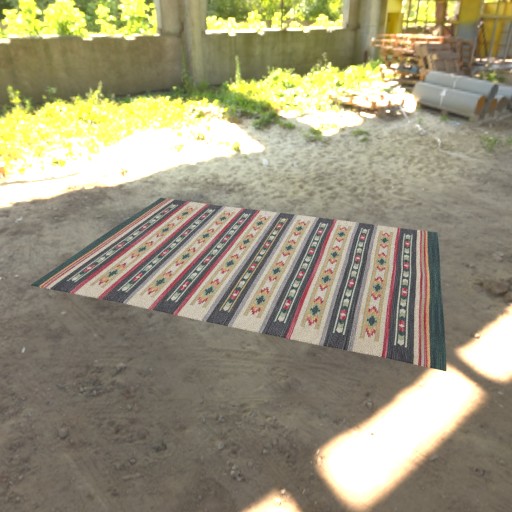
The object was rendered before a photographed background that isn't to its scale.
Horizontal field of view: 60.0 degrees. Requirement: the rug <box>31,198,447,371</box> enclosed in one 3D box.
[{"bbox_3d":[0.000,0.000,2.323,1.825,0.009,1.221,9,29,16],"label":"rug"}]
